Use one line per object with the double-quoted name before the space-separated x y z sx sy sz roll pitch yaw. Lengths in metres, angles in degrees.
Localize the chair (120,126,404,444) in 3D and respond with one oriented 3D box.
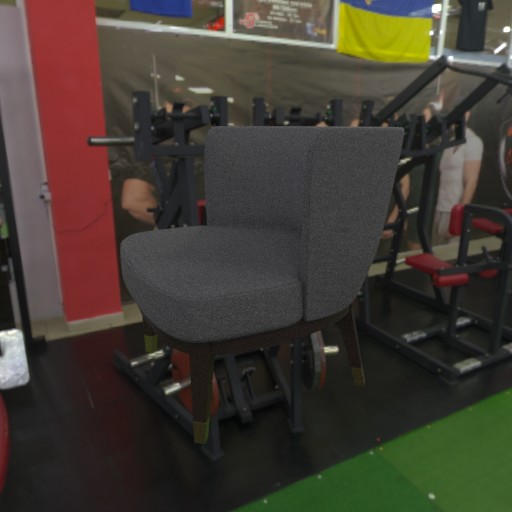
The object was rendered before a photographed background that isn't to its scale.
"chair" 0.000 0.000 1.242 0.698 0.695 0.639 -8 18 -25
